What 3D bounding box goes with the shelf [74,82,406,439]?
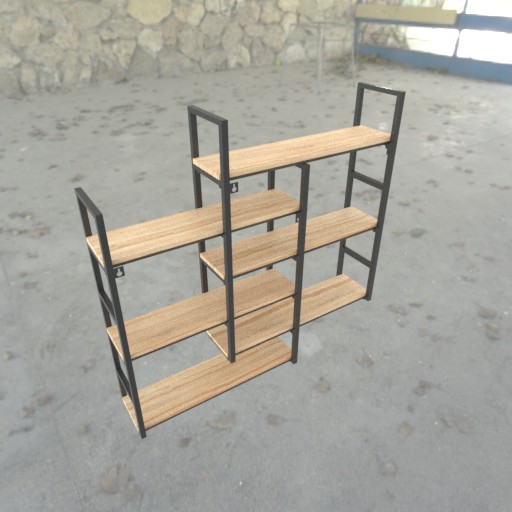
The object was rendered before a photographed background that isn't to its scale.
[{"bbox_3d":[0.000,0.000,1.396,0.946,0.921,0.183,-19,36,-28],"label":"shelf"}]
